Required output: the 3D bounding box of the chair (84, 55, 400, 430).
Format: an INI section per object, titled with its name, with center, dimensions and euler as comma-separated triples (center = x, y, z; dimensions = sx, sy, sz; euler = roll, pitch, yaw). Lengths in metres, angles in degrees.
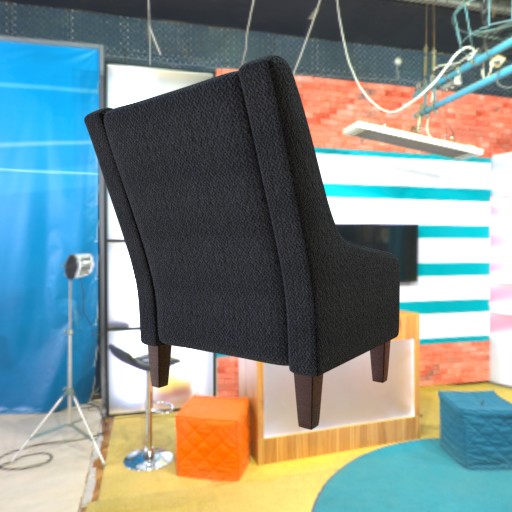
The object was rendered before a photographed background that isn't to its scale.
[chair]
center = 0.000, 0.000, 1.665
dimensions = 0.793, 1.012, 0.944
euler = 1, 1, 37
